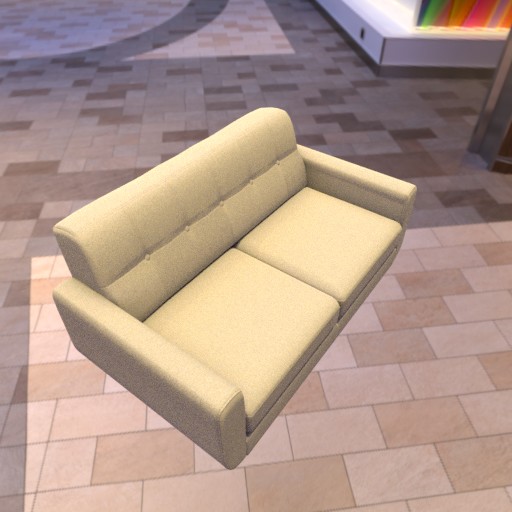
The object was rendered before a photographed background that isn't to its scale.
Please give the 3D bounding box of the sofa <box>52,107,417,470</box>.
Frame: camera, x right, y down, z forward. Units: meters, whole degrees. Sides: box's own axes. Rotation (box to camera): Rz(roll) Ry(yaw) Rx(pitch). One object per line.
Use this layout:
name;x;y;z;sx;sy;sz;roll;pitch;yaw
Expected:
sofa;0.000;0.000;2.207;0.980;0.892;1.655;26;48;26
